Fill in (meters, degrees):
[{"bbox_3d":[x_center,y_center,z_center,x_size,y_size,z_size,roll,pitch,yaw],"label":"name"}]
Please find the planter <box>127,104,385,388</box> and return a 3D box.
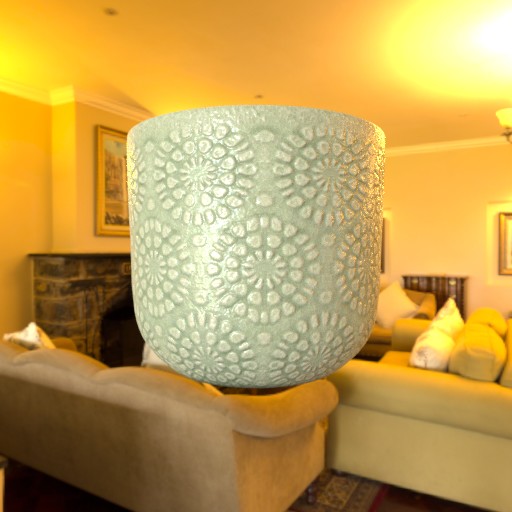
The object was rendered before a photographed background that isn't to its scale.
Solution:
[{"bbox_3d":[0.000,0.000,0.304,0.169,0.153,0.169,0,1,0],"label":"planter"}]
